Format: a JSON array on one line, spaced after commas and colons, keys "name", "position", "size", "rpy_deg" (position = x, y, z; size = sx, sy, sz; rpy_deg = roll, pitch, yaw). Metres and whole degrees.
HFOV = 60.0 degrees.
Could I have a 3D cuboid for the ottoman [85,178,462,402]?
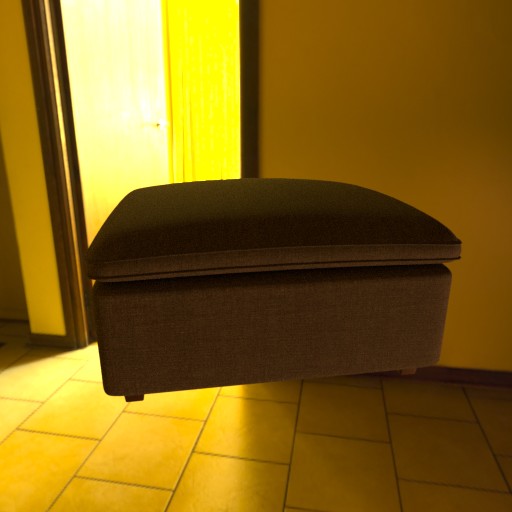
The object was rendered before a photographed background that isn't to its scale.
[{"name": "ottoman", "position": [0.000, 0.000, 1.718], "size": [1.067, 0.559, 1.067], "rpy_deg": [-3, 17, -9]}]
